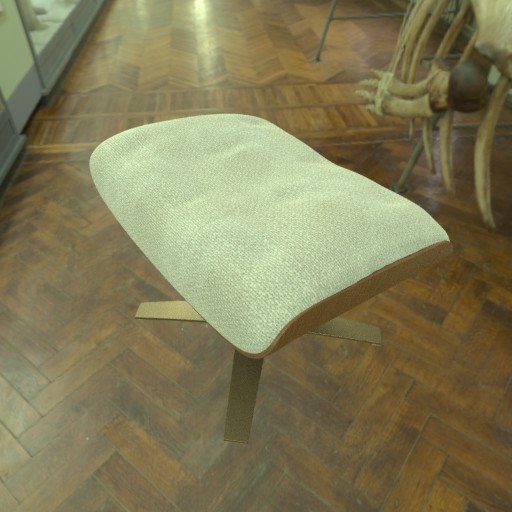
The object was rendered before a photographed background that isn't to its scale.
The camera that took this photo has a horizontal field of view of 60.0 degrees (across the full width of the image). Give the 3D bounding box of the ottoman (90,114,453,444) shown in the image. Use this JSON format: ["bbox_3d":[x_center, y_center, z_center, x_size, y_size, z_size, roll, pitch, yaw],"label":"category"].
[{"bbox_3d":[0.000,0.000,0.810,0.394,0.391,0.520,-27,48,-27],"label":"ottoman"}]
